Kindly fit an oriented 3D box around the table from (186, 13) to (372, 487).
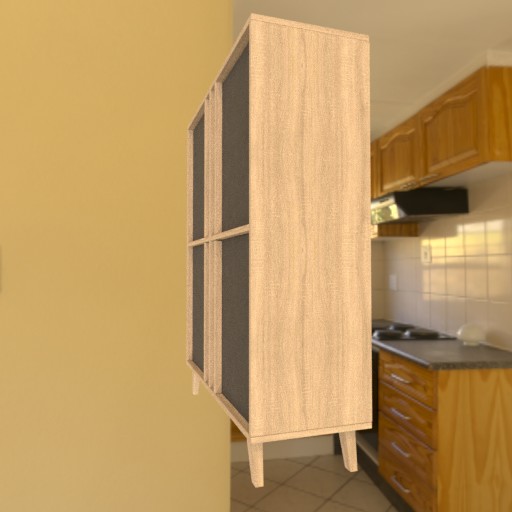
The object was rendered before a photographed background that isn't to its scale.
[{"bbox_3d":[0.000,0.000,1.864,0.398,1.388,1.111,0,-2,-18],"label":"table"}]
